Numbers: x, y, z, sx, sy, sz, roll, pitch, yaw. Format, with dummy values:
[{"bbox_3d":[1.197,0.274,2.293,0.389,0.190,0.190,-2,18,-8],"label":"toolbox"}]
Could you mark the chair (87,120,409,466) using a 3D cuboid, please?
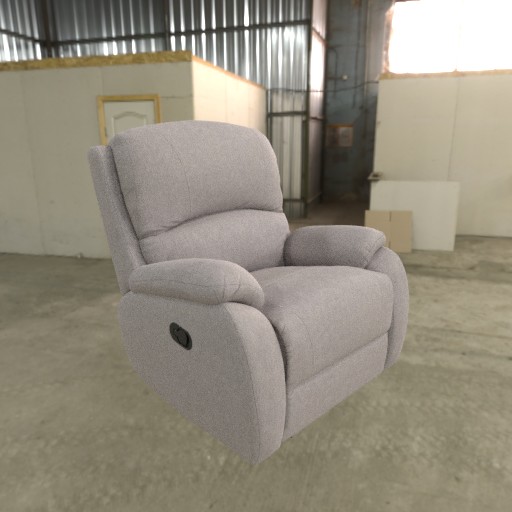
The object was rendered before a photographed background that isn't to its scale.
[{"bbox_3d":[0.000,0.000,1.710,0.899,1.011,0.930,15,21,42],"label":"chair"}]
